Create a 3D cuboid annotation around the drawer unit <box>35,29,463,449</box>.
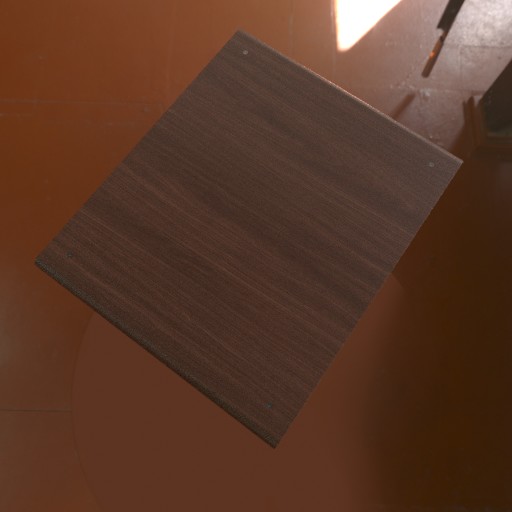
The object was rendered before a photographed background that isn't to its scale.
[{"bbox_3d":[0.000,0.000,0.618,0.290,0.351,0.349,35,77,9],"label":"drawer unit"}]
